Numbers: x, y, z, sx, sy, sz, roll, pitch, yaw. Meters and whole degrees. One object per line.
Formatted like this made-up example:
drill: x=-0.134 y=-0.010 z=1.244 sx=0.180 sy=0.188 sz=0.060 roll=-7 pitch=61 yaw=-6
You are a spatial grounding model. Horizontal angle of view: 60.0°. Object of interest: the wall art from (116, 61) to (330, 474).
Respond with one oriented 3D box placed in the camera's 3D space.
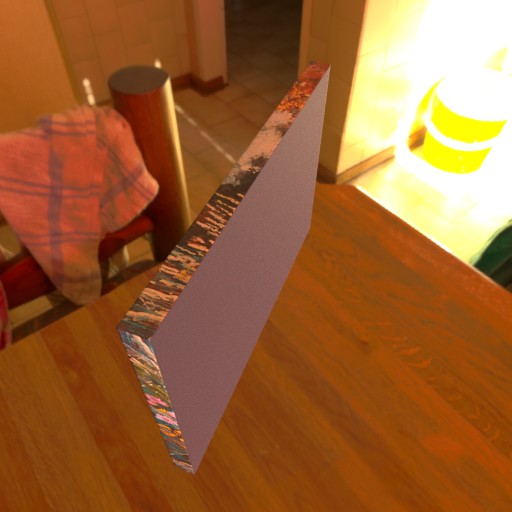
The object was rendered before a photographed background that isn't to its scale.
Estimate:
wall art: x=0.000 y=0.000 z=0.754 sx=0.037 sy=0.406 sz=0.610 roll=17 pitch=50 yaw=15
